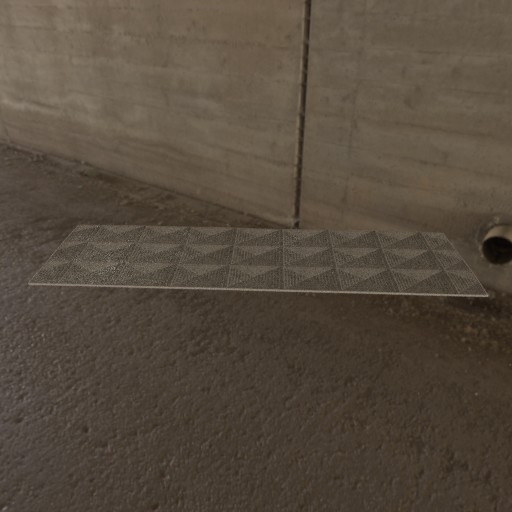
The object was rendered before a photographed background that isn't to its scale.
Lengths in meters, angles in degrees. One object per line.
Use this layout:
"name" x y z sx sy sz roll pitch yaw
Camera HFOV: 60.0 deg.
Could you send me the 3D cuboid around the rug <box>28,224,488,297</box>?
"rug" 0.000 0.000 2.364 2.182 0.015 0.645 1 30 2
